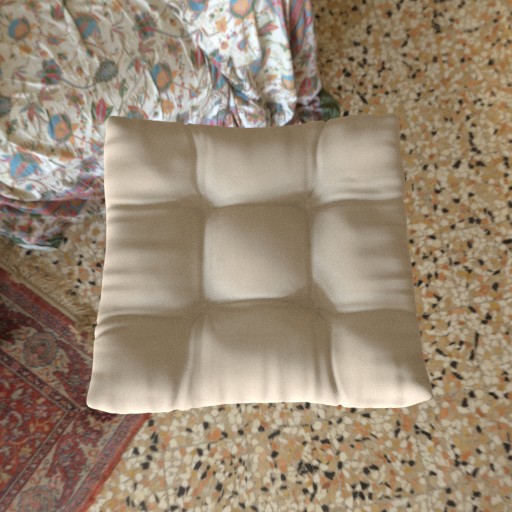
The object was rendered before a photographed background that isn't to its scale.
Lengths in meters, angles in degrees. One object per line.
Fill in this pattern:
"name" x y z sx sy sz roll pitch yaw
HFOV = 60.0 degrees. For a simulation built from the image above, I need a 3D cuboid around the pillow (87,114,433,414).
"pillow" 0.000 0.000 0.706 0.490 0.128 0.468 -1 77 0
